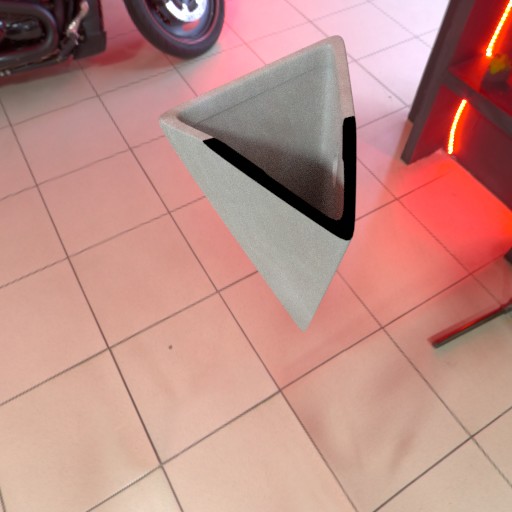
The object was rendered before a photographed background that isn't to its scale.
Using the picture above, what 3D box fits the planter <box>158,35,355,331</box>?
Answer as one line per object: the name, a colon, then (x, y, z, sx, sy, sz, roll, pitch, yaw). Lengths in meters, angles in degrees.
planter: (0.000, 0.000, 0.157, 0.047, 0.130, 0.058, 1, 58, 1)
